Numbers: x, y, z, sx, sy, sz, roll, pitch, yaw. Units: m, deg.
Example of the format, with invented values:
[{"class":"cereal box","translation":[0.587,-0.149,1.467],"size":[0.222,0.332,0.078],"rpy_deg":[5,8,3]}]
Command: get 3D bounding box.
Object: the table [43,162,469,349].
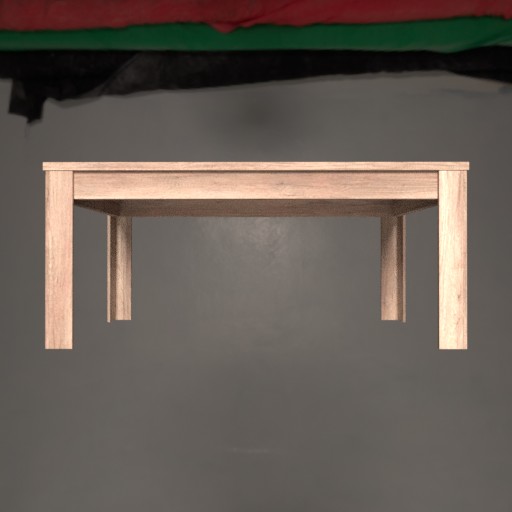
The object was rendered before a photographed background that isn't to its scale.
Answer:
[{"class":"table","translation":[0.000,0.000,2.319],"size":[1.800,0.790,0.900],"rpy_deg":[0,0,0]}]
